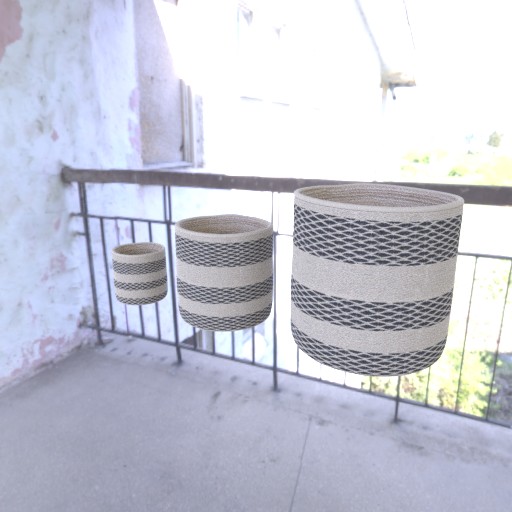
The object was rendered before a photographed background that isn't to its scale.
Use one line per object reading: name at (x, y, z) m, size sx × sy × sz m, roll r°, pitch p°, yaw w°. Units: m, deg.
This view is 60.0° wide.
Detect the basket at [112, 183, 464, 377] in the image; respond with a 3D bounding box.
basket at (0.000, 0.000, 1.113) m, size 0.917 × 0.356 × 0.351 m, roll 8°, pitch 17°, yaw 26°
